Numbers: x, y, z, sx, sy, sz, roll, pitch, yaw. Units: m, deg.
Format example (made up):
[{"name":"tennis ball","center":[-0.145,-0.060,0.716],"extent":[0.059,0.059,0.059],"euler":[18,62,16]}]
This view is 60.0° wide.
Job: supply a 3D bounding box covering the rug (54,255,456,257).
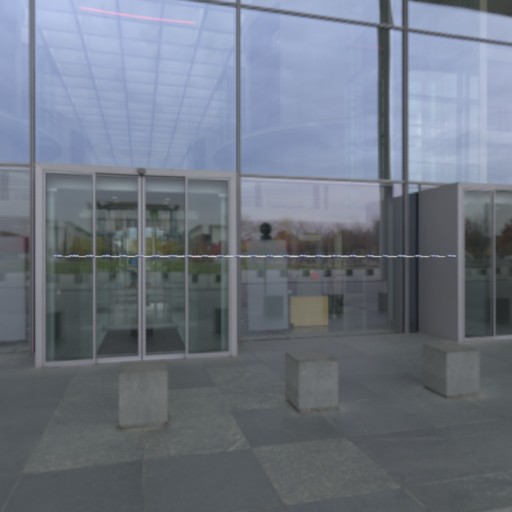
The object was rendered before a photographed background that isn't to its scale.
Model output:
[{"name":"rug","center":[0.000,0.000,4.401],"extent":[2.471,0.016,3.416],"euler":[0,0,0]}]
